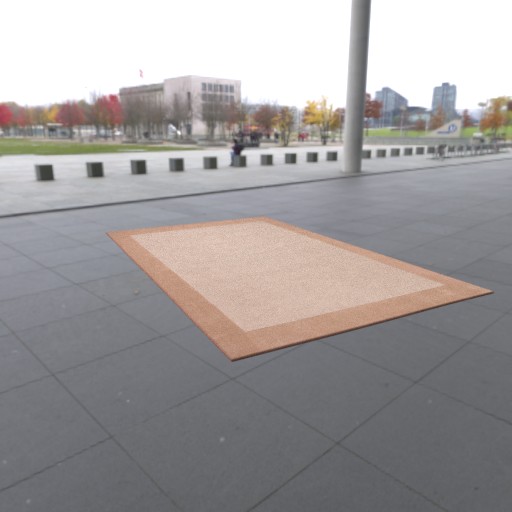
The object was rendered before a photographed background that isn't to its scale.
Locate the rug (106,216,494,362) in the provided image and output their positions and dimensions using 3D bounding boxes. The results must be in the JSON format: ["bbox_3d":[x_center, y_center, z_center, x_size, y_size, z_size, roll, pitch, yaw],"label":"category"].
[{"bbox_3d":[0.000,0.000,3.009,1.524,0.014,2.438,-8,18,-27],"label":"rug"}]
